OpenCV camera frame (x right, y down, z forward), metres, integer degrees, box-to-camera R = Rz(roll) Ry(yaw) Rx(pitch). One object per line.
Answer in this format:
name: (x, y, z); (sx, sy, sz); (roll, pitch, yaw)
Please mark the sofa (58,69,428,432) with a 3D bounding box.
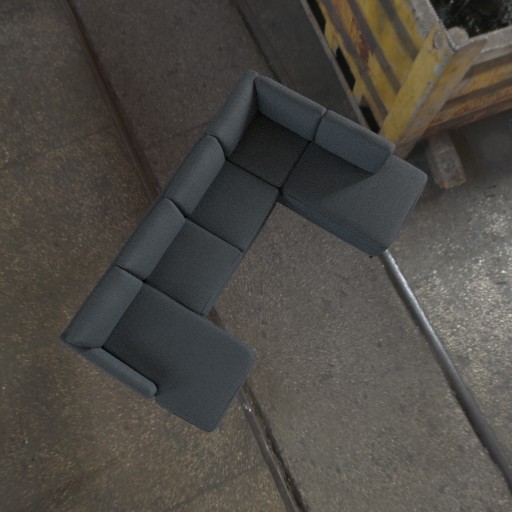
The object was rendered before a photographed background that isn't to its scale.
sofa: (0.000, 0.000, 3.938); (1.984, 0.858, 2.975); (31, 78, 7)
